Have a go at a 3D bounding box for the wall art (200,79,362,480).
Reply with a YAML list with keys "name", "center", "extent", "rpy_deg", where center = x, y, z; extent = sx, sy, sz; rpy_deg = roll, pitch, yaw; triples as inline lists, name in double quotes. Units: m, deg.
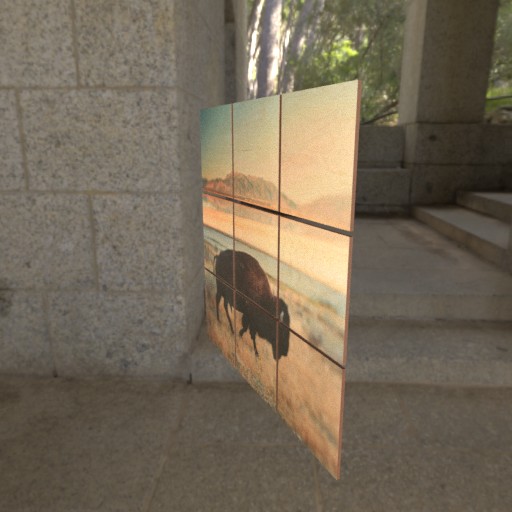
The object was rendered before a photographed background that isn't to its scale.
- name: "wall art"
  center: [0.000, 0.000, 1.821]
  extent: [0.019, 1.218, 1.221]
  rpy_deg: [-7, 16, -25]
